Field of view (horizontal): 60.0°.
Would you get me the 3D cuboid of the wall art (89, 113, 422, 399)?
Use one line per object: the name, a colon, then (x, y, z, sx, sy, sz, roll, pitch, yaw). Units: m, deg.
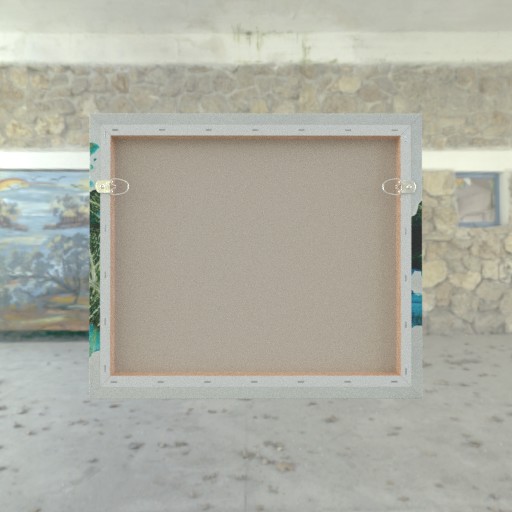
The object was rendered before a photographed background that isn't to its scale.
wall art: (0.000, 0.000, 0.963, 0.711, 0.610, 0.043, 0, 0, 0)
